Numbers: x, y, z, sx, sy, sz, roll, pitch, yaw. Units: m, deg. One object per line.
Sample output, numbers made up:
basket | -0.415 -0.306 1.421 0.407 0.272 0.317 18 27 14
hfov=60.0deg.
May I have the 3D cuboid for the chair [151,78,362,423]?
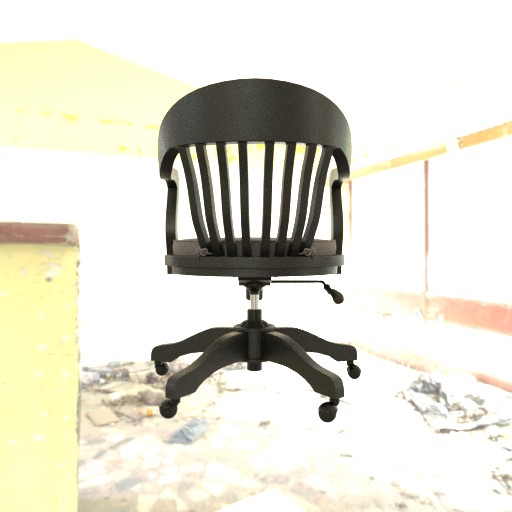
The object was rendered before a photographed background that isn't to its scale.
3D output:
chair | 0.000 0.000 1.478 0.750 0.878 0.788 0 1 0
